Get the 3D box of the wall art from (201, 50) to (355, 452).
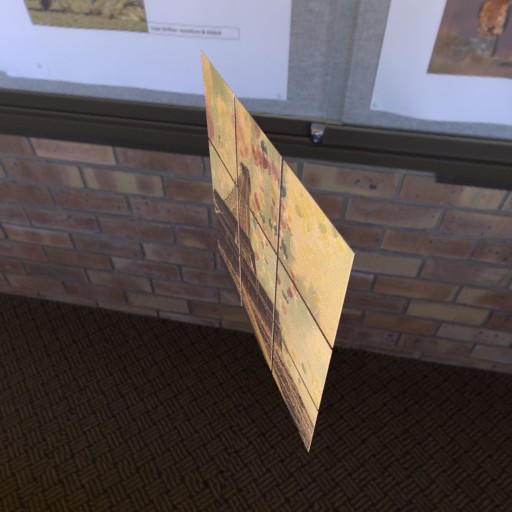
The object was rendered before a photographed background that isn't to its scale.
[{"bbox_3d":[0.000,0.000,2.275,0.002,1.505,1.517,-16,48,-15],"label":"wall art"}]
